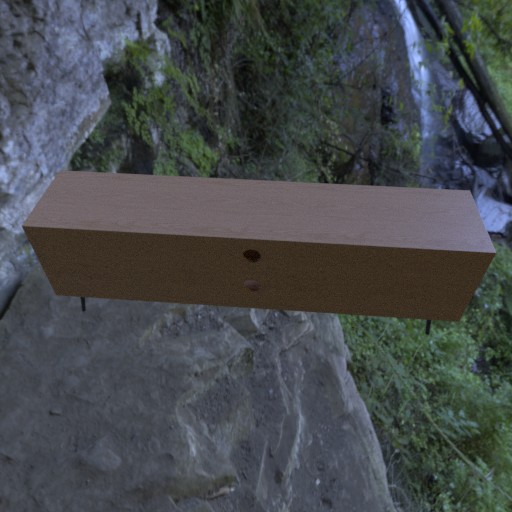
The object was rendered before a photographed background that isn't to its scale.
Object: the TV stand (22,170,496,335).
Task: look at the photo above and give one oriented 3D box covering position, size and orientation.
[{"bbox_3d":[0.000,0.000,1.985,1.760,0.580,0.400,3,45,3],"label":"TV stand"}]
